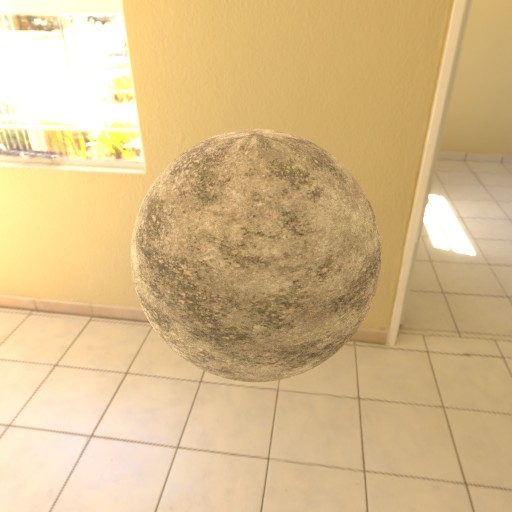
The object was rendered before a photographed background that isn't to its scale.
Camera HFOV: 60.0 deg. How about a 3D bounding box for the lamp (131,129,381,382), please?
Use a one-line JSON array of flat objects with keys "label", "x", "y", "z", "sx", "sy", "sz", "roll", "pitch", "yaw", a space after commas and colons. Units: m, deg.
[{"label": "lamp", "x": 0.000, "y": 0.000, "z": 0.775, "sx": 0.422, "sy": 0.429, "sz": 0.422, "roll": 0, "pitch": 30, "yaw": 0}]
